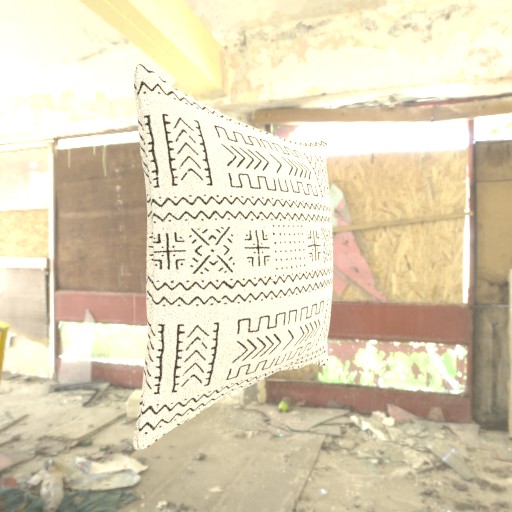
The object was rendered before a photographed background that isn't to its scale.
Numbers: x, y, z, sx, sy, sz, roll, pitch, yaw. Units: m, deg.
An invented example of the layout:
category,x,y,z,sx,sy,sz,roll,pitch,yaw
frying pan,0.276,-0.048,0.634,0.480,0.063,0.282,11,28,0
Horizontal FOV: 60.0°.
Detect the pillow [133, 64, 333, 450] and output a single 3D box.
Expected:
category,x,y,z,sx,sy,sz,roll,pitch,yaw
pillow,0.000,0.000,0.661,0.164,0.430,0.438,1,1,37
